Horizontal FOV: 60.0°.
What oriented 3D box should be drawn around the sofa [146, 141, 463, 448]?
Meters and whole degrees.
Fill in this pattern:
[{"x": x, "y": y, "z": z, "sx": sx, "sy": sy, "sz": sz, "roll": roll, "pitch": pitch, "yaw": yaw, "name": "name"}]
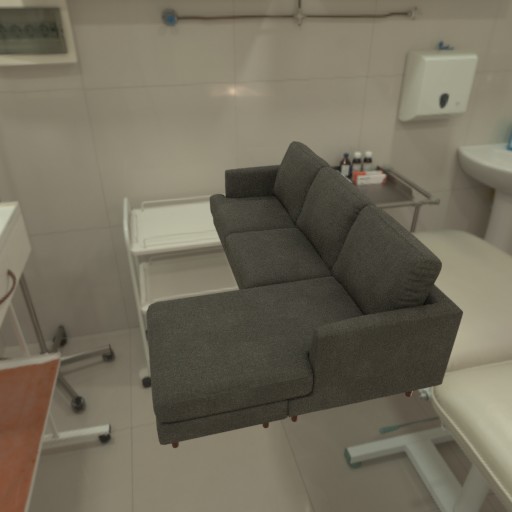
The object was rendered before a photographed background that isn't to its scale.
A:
[{"x": 0.000, "y": 0.000, "z": 3.002, "sx": 1.504, "sy": 0.956, "sz": 2.233, "roll": -8, "pitch": 32, "yaw": -12, "name": "sofa"}]
